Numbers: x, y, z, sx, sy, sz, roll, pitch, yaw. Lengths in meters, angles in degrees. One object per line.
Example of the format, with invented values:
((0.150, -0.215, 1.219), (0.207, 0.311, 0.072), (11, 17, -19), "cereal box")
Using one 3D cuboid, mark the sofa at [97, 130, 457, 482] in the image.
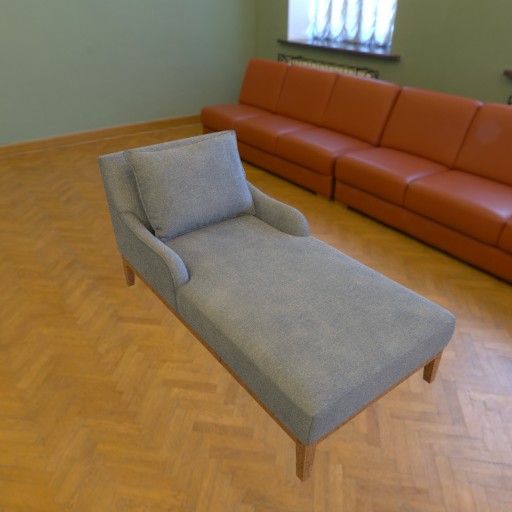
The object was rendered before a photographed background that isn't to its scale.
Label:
((0.000, 0.000, 2.274), (0.904, 0.883, 1.779), (-21, 37, -31), "sofa")
